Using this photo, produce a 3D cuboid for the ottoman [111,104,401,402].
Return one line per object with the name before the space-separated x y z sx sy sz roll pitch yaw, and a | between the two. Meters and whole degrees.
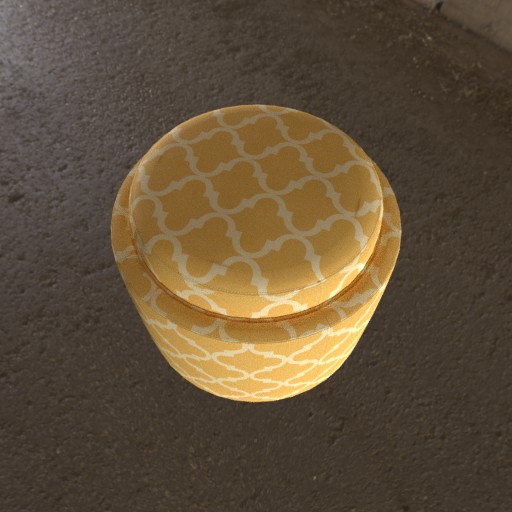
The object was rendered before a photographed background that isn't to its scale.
ottoman | 0.000 0.000 0.848 0.480 0.429 0.480 0 57 0
